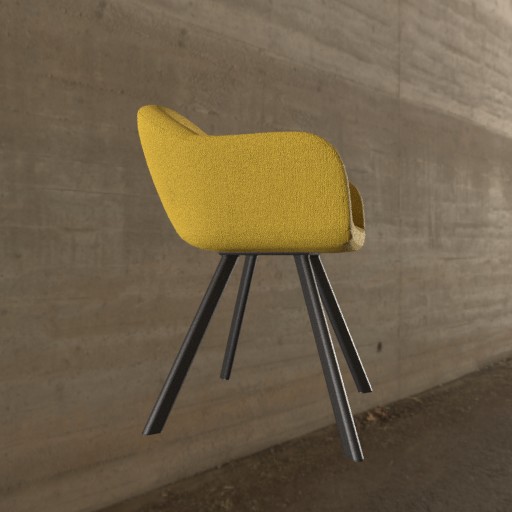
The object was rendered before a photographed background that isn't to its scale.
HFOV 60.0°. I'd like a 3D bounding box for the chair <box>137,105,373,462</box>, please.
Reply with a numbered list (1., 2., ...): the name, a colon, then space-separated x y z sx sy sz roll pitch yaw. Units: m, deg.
1. chair: 0.000 0.000 1.136 0.565 0.775 0.545 0 0 17
